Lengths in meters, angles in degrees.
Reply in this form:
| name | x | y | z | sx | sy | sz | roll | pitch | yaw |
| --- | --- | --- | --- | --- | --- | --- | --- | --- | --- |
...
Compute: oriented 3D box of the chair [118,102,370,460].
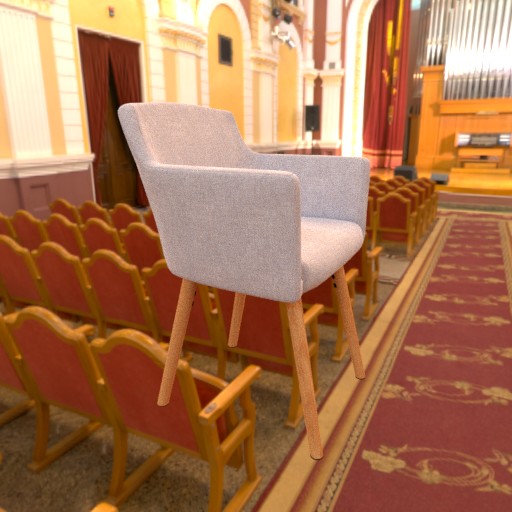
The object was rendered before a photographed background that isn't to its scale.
| name | x | y | z | sx | sy | sz | roll | pitch | yaw |
| --- | --- | --- | --- | --- | --- | --- | --- | --- | --- |
| chair | 0.000 | 0.000 | 1.174 | 0.540 | 0.780 | 0.570 | 8 | 18 | 26 |
